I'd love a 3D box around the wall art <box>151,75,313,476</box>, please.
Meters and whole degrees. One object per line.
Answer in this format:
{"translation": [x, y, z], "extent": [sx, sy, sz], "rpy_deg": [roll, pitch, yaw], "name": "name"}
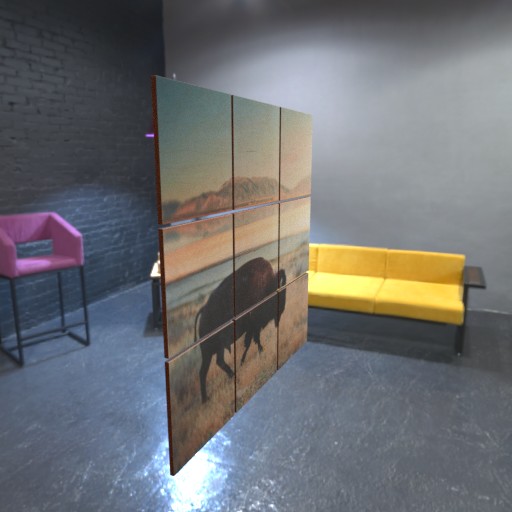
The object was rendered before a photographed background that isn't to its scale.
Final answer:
{"translation": [0.000, 0.000, 1.364], "extent": [0.018, 0.904, 0.906], "rpy_deg": [6, 14, 26], "name": "wall art"}
